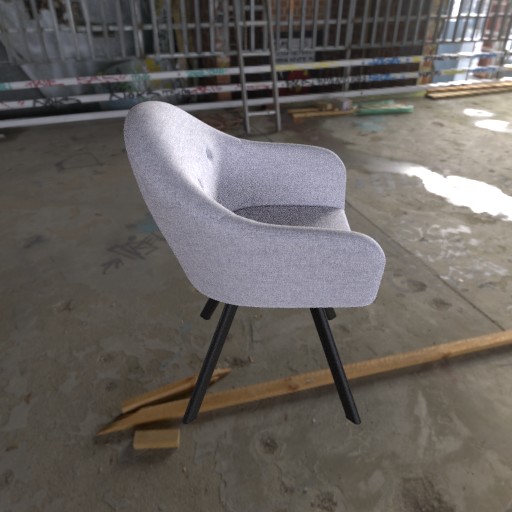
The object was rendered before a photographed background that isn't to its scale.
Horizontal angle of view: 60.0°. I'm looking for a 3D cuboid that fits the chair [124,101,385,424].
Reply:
[{"bbox_3d":[0.000,0.000,1.178,0.570,0.780,0.540,0,32,0],"label":"chair"}]
